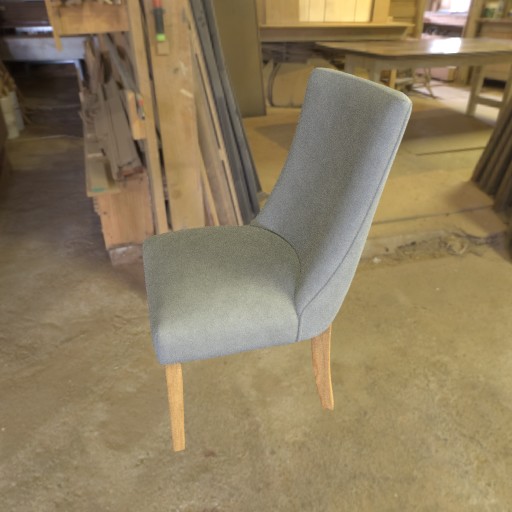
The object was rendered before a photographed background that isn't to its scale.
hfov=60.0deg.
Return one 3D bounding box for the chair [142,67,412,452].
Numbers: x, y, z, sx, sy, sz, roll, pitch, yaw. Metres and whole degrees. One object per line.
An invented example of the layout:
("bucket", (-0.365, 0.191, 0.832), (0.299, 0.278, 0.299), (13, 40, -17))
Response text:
("chair", (0.000, 0.000, 1.229), (0.610, 0.902, 0.495), (-8, 31, -13))
